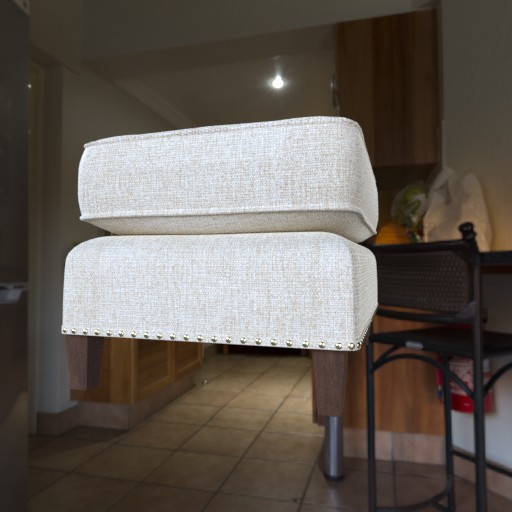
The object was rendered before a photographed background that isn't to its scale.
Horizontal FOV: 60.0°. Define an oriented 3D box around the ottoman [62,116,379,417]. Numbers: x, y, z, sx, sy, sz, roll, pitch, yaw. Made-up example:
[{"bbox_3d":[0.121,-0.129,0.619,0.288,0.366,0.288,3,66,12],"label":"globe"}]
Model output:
[{"bbox_3d":[0.000,0.000,1.129,0.589,0.537,0.738,0,-1,18],"label":"ottoman"}]
